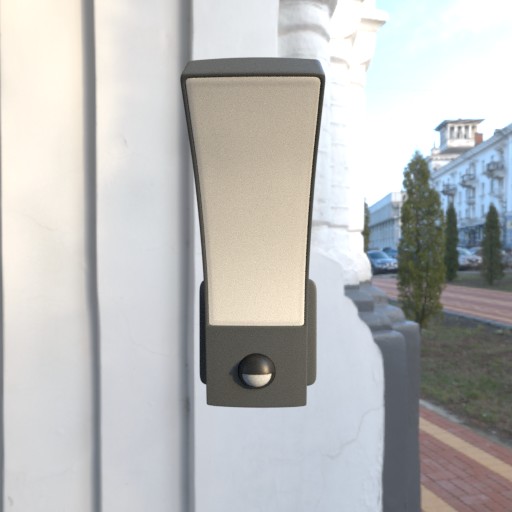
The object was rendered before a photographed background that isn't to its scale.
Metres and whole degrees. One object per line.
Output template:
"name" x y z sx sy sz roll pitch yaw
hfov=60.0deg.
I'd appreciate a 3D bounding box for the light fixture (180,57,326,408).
"light fixture" 0.000 0.000 0.336 0.108 0.243 0.174 0 1 1
